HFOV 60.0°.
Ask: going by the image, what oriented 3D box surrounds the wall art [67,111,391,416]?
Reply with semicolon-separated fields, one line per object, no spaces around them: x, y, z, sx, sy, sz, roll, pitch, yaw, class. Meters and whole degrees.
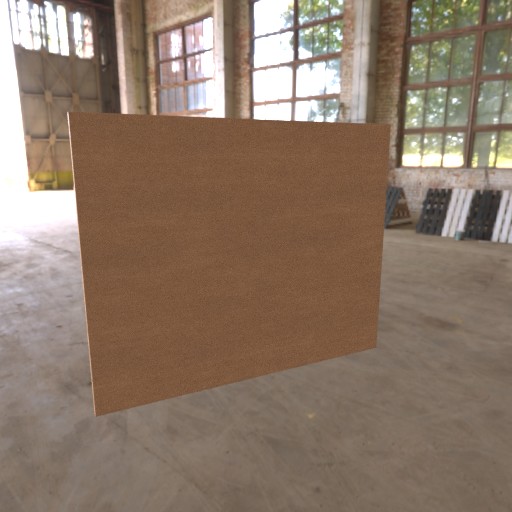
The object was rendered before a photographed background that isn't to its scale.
0.000;0.000;0.691;0.508;0.408;0.010;-6;14;-26;wall art
